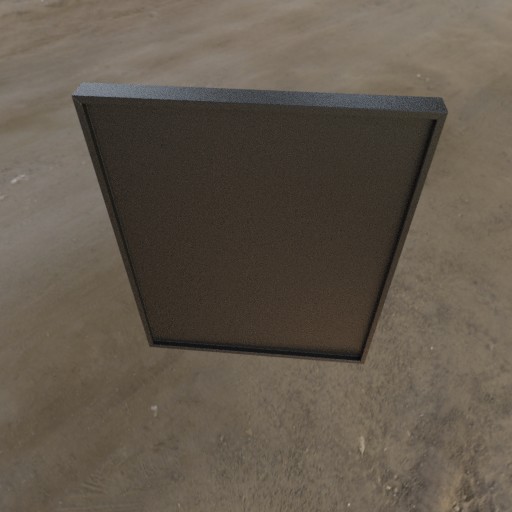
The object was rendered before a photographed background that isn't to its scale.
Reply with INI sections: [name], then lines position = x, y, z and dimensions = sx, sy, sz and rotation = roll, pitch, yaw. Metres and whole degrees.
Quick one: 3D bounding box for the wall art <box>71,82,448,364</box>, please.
[wall art]
position = 0.000, 0.000, 0.737
dimensions = 0.449, 0.555, 0.039
rotation = 4, 46, 4
